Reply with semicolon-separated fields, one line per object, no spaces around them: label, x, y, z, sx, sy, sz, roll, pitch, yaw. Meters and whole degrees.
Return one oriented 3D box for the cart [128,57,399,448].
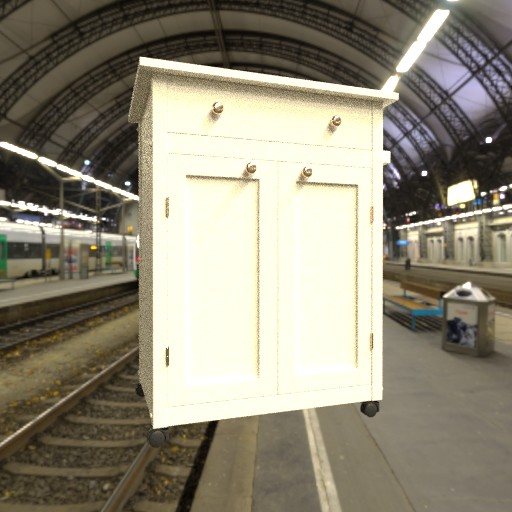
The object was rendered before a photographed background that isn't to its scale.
cart;0.000;0.000;1.280;0.683;0.864;0.442;0;0;-19
